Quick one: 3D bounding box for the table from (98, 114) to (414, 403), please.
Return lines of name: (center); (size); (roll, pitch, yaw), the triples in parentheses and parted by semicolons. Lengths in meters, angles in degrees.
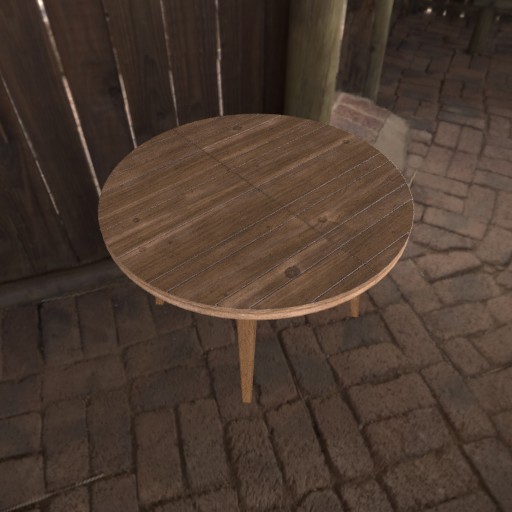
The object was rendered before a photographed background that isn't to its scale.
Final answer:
table: (0.000, 0.000, 2.025); (1.213, 0.764, 1.213); (0, 45, 0)
